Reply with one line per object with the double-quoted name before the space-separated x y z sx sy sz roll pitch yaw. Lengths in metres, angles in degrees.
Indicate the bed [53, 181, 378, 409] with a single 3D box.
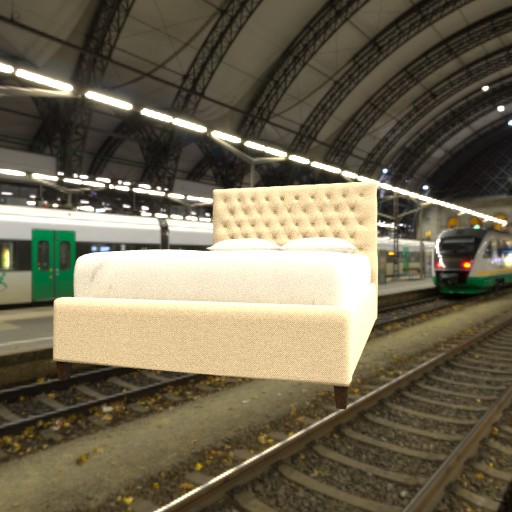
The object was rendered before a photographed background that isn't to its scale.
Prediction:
"bed" 0.000 0.000 3.395 1.698 1.427 2.387 0 0 18
